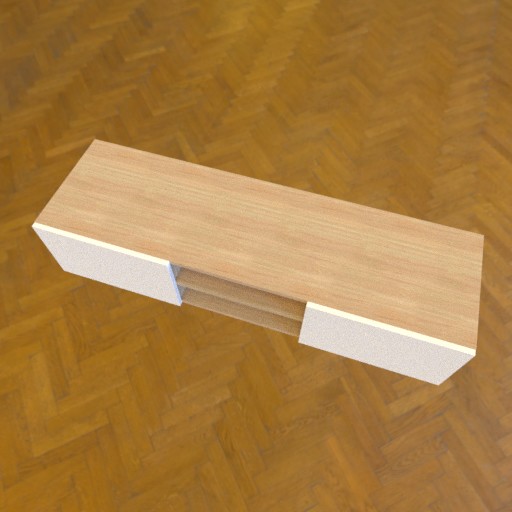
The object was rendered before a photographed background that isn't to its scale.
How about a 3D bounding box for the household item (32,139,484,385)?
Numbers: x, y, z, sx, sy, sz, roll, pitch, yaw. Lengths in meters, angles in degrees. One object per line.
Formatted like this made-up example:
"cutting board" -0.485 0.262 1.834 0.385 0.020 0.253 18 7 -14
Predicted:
"household item" 0.000 0.000 1.561 1.400 0.310 0.420 16 59 9
